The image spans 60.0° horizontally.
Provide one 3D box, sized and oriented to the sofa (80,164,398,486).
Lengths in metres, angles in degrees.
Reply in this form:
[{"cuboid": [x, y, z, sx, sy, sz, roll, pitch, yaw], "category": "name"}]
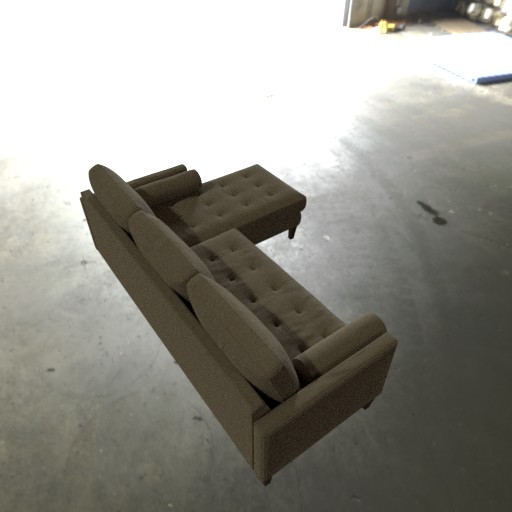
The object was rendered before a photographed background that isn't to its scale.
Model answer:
[{"cuboid": [0.000, 0.000, 2.887, 1.506, 0.875, 2.178, -25, 47, -26], "category": "sofa"}]
